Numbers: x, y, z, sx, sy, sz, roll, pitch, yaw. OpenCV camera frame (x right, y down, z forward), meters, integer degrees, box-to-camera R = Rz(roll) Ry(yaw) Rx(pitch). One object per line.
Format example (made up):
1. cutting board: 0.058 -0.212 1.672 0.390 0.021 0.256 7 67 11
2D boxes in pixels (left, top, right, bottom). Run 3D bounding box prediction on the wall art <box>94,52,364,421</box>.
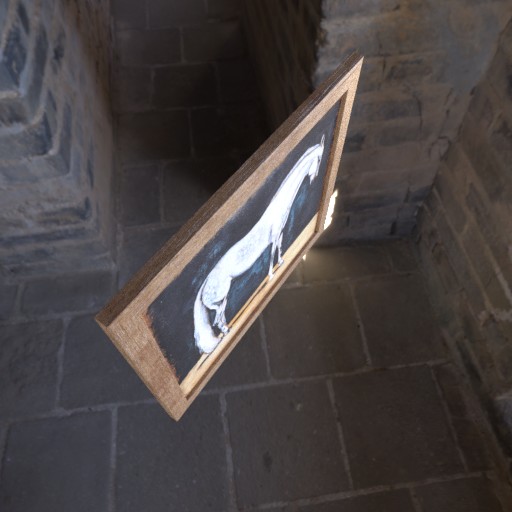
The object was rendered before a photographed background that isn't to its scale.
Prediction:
1. wall art: 0.000 0.000 0.967 0.026 0.588 0.690 31 63 18
